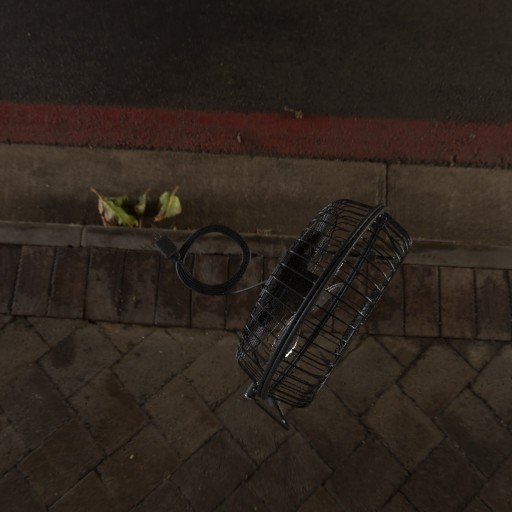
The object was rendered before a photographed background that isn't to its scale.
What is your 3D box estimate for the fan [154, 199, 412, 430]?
[{"bbox_3d":[0.000,0.000,0.378,0.227,0.188,0.209,35,78,8],"label":"fan"}]
